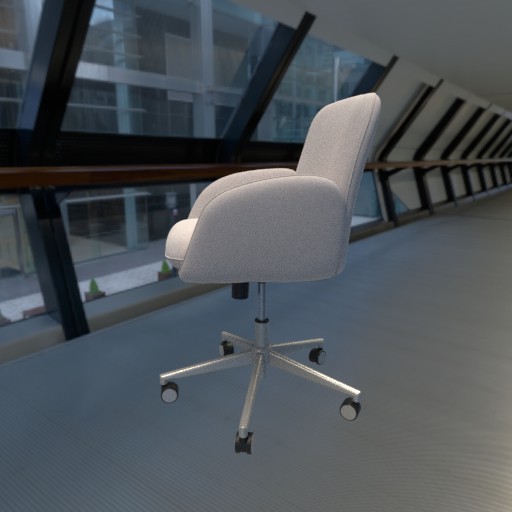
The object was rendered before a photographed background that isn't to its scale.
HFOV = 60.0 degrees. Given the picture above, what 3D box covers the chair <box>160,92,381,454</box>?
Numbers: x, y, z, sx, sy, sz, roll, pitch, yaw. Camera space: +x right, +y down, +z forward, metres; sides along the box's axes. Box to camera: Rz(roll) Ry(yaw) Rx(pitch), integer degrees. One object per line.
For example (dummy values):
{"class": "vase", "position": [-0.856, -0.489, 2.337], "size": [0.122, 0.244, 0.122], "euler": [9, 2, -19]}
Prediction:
{"class": "chair", "position": [0.000, 0.000, 1.394], "size": [0.633, 0.959, 0.648], "euler": [-2, 14, -8]}
